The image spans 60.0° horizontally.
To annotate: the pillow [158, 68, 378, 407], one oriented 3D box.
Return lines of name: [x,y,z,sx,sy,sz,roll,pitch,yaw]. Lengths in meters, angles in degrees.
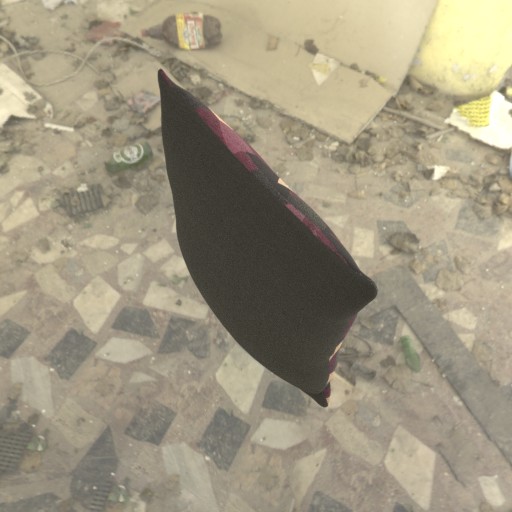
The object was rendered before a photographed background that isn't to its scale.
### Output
pillow: [0.000,0.000,0.794,0.208,0.496,0.503,-31,63,-18]
